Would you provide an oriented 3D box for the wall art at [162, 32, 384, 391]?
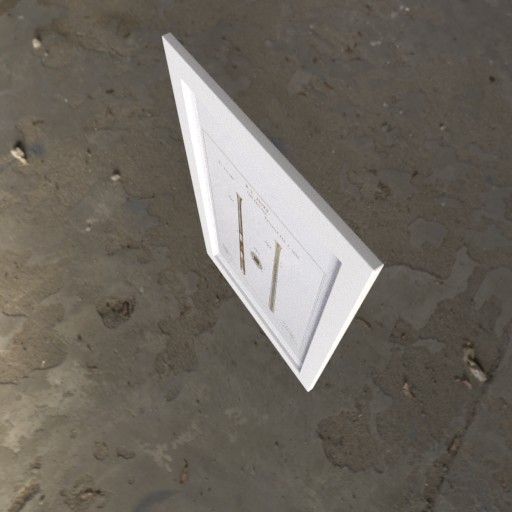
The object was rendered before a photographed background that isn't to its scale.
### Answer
[{"bbox_3d":[0.000,0.000,0.612,0.011,0.482,0.329,-32,67,-15],"label":"wall art"}]
